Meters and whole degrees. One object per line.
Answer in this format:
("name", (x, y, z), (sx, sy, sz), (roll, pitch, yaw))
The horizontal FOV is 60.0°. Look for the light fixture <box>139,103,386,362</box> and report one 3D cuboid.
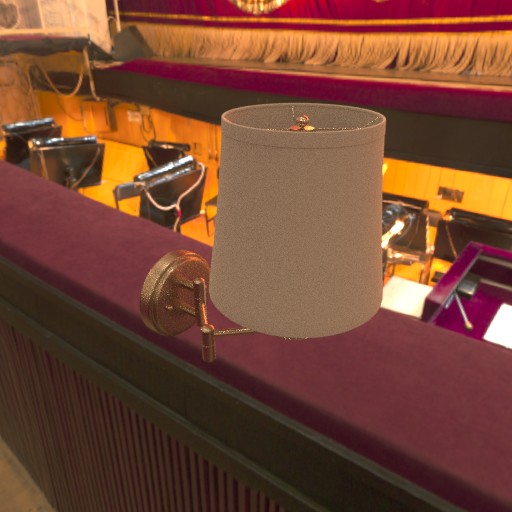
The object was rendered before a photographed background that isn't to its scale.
("light fixture", (0.000, 0.000, 0.601), (0.348, 0.381, 0.223), (18, 33, 31))
